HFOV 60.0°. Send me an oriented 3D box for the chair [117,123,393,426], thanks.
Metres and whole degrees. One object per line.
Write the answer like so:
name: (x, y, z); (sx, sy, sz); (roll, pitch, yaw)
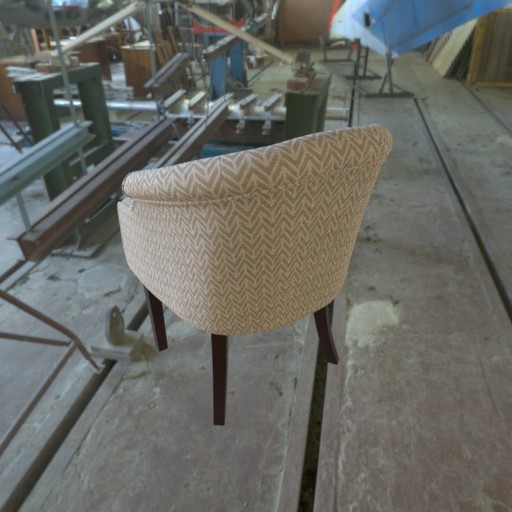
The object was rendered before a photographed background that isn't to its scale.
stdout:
chair: (0.000, 0.000, 1.321); (0.686, 0.858, 0.613); (-19, 36, -28)
